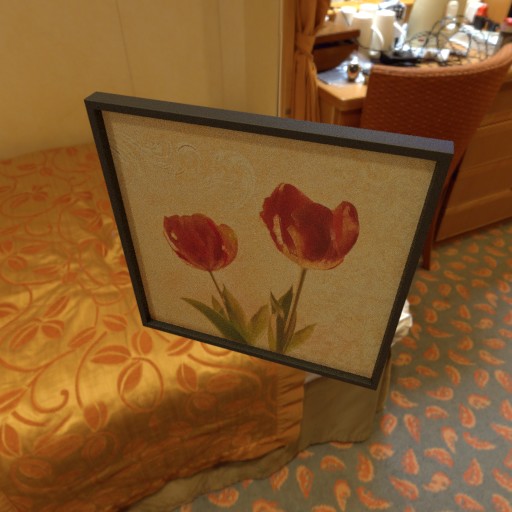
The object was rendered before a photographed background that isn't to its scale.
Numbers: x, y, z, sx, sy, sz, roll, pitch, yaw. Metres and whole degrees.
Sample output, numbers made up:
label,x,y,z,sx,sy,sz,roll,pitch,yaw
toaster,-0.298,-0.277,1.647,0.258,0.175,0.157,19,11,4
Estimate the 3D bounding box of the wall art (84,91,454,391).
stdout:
label,x,y,z,sx,sy,sz,roll,pitch,yaw
wall art,0.000,0.000,0.528,0.349,0.349,0.038,12,43,14
